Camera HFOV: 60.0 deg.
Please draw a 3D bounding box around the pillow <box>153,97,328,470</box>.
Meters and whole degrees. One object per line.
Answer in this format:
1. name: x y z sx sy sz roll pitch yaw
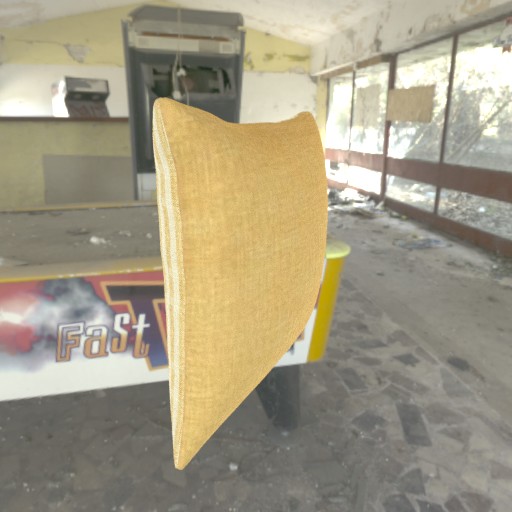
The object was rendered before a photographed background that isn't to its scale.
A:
1. pillow: 0.000 0.000 0.636 0.173 0.407 0.419 8 18 24
